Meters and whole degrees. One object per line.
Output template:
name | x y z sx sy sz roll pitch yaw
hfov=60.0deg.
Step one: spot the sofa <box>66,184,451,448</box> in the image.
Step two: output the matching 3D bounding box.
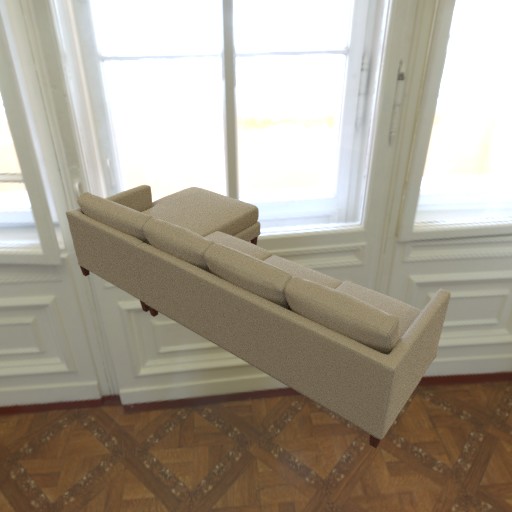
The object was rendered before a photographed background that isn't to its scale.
sofa | 0.000 0.000 3.848 3.186 0.861 1.625 22 37 33
